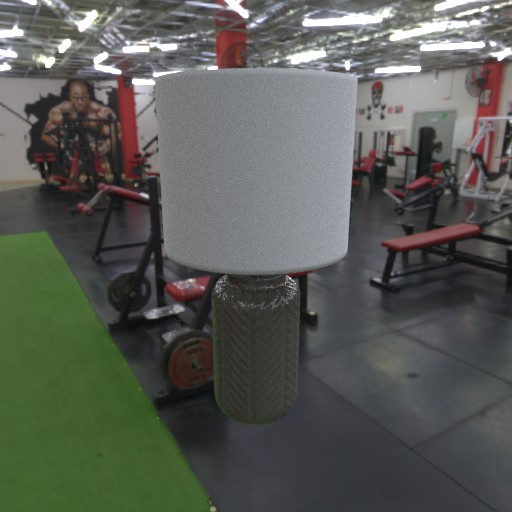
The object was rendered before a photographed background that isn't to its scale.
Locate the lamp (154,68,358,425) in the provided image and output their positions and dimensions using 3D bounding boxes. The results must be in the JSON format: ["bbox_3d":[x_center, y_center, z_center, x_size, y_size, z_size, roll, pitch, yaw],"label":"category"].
[{"bbox_3d":[0.000,0.000,0.505,0.203,0.389,0.203,-9,18,-27],"label":"lamp"}]
